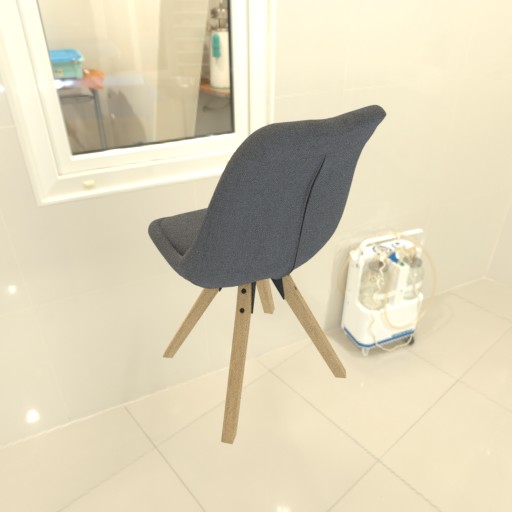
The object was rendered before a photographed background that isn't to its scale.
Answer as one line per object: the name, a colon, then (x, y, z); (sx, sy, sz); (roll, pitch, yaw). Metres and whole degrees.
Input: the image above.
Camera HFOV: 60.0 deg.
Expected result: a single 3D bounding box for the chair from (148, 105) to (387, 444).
chair: (0.000, 0.000, 1.192); (0.485, 0.850, 0.550); (-20, 37, -29)
